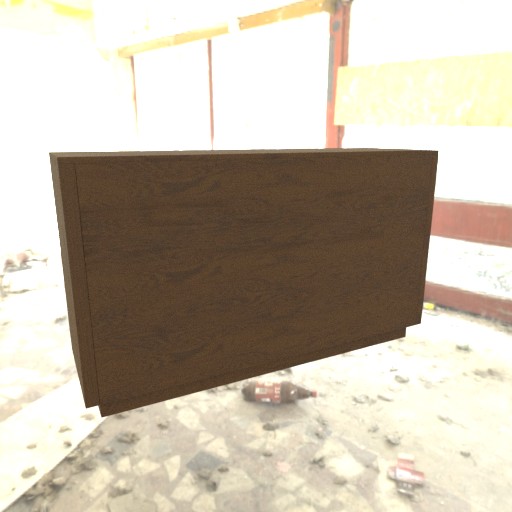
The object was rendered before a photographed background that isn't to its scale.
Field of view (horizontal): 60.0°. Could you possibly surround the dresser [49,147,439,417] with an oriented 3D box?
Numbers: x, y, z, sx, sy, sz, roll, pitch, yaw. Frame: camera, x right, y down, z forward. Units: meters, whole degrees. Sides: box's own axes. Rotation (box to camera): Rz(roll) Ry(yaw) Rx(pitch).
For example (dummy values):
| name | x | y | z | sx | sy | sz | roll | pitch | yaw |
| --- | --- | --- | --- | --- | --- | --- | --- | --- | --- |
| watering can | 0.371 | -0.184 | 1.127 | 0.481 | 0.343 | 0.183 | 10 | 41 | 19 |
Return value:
| name | x | y | z | sx | sy | sz | roll | pitch | yaw |
| --- | --- | --- | --- | --- | --- | --- | --- | --- | --- |
| dresser | 0.000 | 0.000 | 1.923 | 1.523 | 0.889 | 0.512 | -8 | 17 | -26 |
